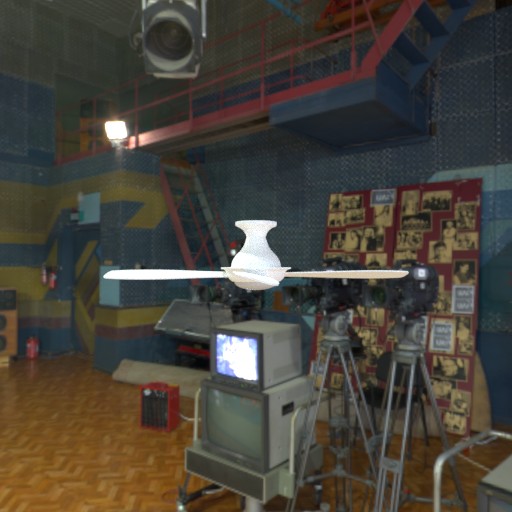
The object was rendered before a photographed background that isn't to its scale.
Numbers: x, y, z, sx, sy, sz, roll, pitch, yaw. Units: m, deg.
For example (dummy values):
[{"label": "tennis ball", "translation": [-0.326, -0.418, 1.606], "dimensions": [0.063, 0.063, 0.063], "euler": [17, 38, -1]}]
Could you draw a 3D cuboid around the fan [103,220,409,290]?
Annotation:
[{"label": "fan", "translation": [0.000, 0.000, 2.500], "dimensions": [1.693, 0.382, 1.694], "euler": [0, -1, 0]}]
